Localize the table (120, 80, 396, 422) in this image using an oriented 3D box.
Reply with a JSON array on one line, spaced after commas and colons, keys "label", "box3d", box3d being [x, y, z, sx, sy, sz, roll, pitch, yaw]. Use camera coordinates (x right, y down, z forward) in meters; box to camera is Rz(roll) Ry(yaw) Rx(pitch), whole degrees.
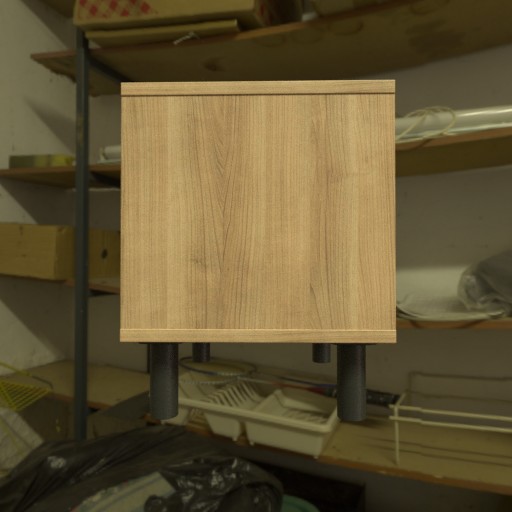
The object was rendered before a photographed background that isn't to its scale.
[{"label": "table", "box3d": [0.000, 0.000, 0.810, 0.380, 0.460, 0.445, 0, -1, 2]}]
